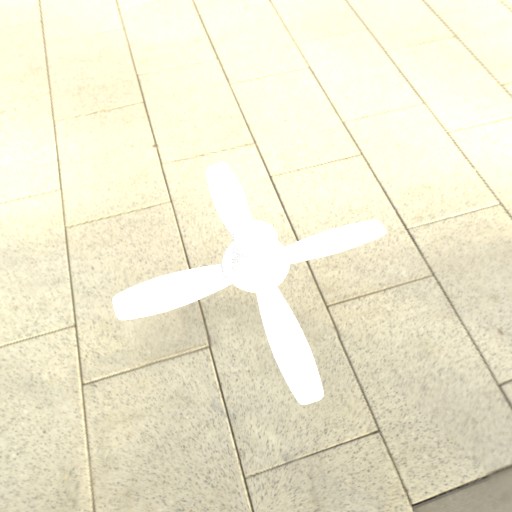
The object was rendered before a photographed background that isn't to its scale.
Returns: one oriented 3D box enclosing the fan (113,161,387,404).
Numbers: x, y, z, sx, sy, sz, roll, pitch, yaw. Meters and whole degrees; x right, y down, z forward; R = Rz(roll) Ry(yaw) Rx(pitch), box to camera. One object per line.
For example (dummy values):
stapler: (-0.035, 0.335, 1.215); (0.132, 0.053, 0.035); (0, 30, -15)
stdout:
fan: (0.000, 0.000, 2.553); (1.694, 0.382, 1.693); (-17, 61, -10)
